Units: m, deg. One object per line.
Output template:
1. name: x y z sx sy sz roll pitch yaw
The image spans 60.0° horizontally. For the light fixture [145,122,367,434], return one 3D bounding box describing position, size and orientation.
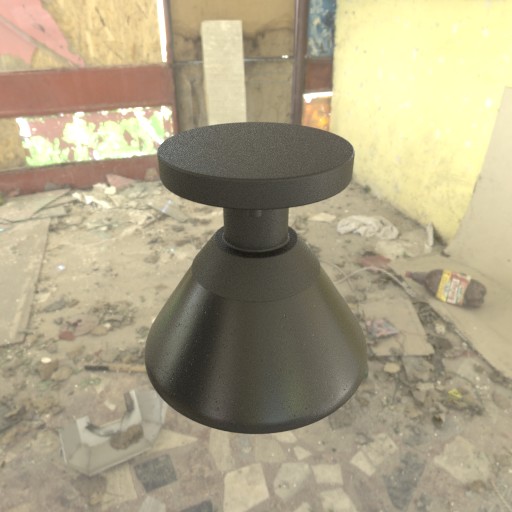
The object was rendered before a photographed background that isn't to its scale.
1. light fixture: 0.000 0.000 0.362 0.200 0.183 0.200 0 30 0
